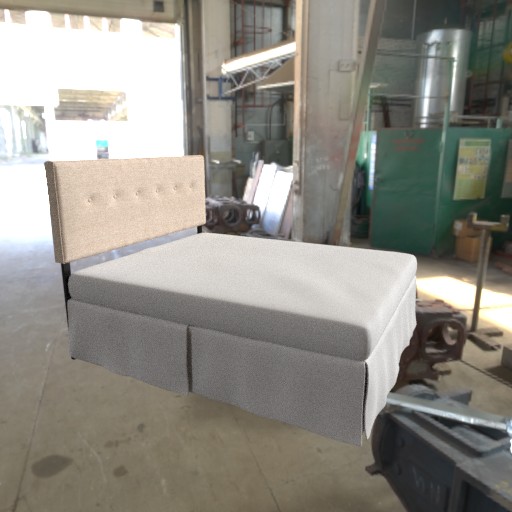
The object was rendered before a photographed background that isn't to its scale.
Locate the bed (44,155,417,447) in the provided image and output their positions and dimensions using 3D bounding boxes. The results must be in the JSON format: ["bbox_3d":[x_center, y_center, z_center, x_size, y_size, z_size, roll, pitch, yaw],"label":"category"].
[{"bbox_3d":[0.000,0.000,2.978,1.978,1.270,1.643,7,16,26],"label":"bed"}]
